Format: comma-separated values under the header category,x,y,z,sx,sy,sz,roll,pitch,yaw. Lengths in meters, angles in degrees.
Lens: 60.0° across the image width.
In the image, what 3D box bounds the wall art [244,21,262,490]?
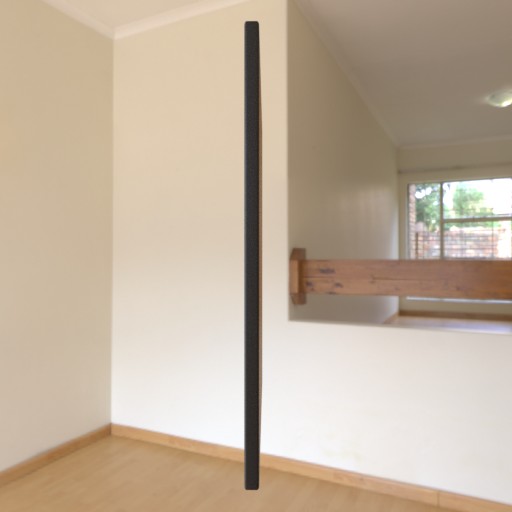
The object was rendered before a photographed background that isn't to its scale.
category,x,y,z,sx,sy,sz,roll,pitch,yaw
wall art,0.000,0.000,0.789,0.018,0.582,0.481,0,0,1
